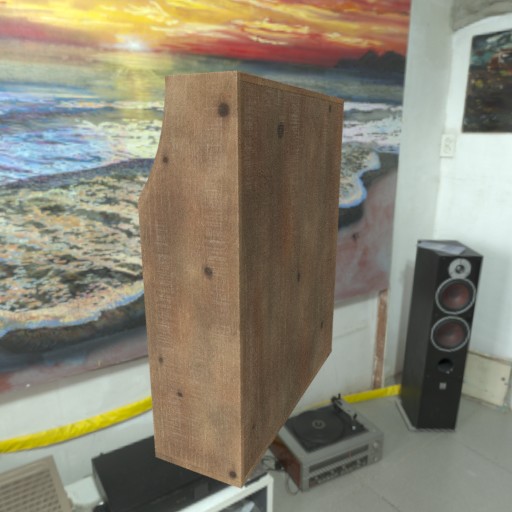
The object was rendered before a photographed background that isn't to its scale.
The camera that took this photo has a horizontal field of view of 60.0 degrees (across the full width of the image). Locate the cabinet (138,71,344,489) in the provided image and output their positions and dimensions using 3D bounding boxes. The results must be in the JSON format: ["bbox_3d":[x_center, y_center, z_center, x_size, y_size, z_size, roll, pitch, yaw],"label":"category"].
[{"bbox_3d":[0.000,0.000,0.845,0.184,0.590,0.489,7,17,24],"label":"cabinet"}]
